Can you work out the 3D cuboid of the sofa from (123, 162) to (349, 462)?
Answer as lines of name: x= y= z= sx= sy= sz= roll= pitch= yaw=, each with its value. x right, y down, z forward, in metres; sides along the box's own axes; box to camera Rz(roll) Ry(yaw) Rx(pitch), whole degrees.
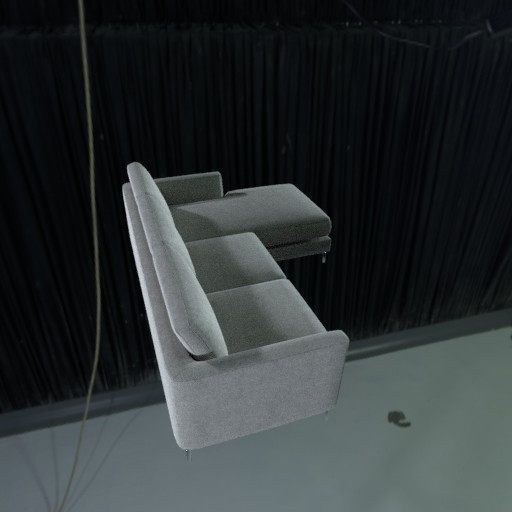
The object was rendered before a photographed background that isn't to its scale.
sofa: x=0.000 y=0.000 z=3.183 sx=1.626 sy=0.864 sz=2.438 roll=-10 pitch=33 yaw=-16
